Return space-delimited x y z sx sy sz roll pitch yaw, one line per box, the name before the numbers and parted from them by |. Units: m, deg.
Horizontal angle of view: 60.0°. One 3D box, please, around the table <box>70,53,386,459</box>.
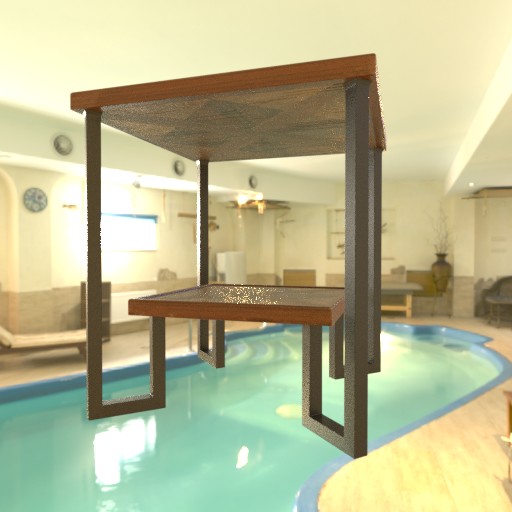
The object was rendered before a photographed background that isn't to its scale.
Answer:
table | 0.000 0.000 0.920 0.503 0.563 0.503 0 1 18
